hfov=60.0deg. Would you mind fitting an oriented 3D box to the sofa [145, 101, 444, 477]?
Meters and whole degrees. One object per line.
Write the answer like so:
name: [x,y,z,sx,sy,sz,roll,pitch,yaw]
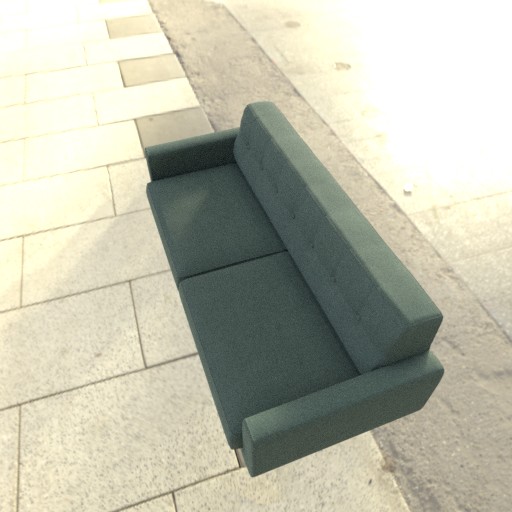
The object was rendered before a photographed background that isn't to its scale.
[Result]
sofa: [0.000,0.000,2.454,0.909,0.841,2.029,-16,49,-14]
